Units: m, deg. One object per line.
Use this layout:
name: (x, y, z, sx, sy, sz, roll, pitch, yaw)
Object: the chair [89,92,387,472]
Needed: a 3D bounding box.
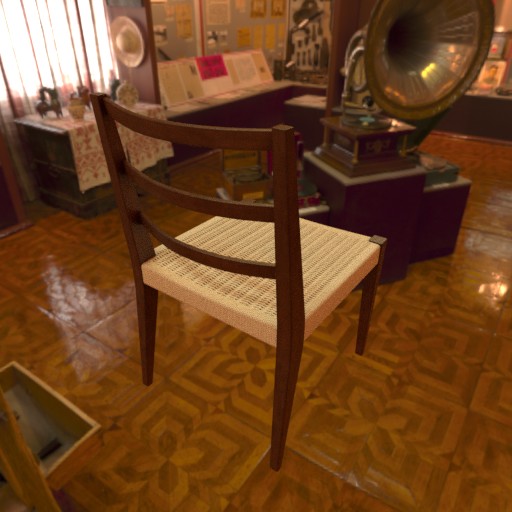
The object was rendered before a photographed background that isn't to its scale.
chair: (0.000, 0.000, 1.134, 0.480, 0.813, 0.551, 20, 36, 31)
